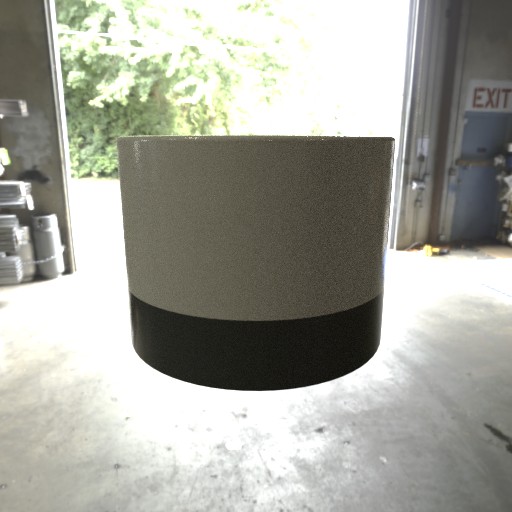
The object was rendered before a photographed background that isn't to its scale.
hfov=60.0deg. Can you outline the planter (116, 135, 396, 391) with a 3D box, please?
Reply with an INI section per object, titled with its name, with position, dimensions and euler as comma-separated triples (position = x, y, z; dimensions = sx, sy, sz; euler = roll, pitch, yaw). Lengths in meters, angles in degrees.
[planter]
position = 0.000, 0.000, 0.341
dimensions = 0.193, 0.177, 0.193
euler = 0, 14, 0
